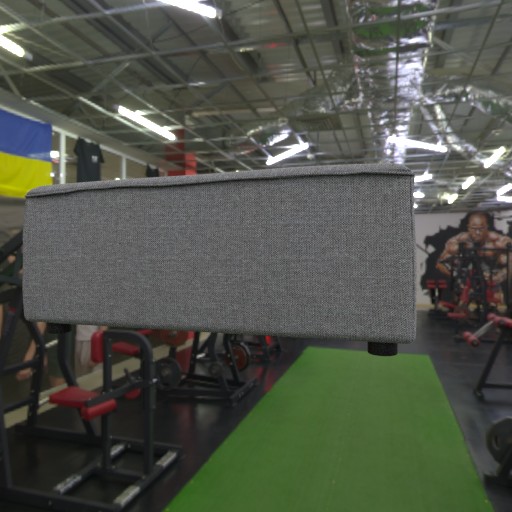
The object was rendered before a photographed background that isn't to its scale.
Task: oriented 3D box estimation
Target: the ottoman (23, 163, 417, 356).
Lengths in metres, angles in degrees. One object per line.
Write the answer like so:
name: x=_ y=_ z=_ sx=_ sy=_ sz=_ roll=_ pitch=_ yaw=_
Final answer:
ottoman: x=0.000 y=0.000 z=1.507 sx=1.017 sy=0.423 sz=1.023 roll=0 pitch=0 yaw=19
